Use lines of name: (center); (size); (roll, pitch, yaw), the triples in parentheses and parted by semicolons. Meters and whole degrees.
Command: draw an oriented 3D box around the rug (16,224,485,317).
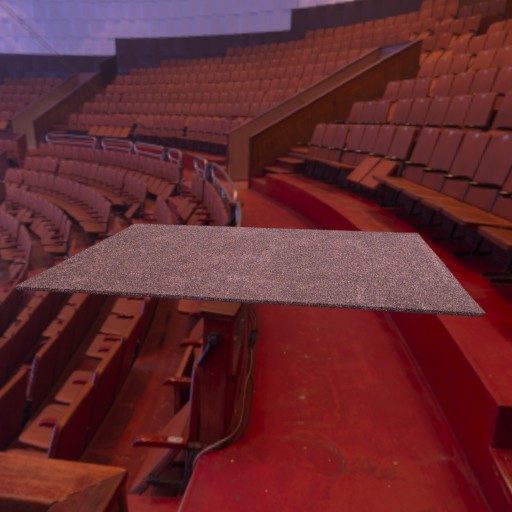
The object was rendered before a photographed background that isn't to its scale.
rug: (0.000, 0.000, 3.361); (2.699, 0.026, 1.802); (2, 17, 8)
